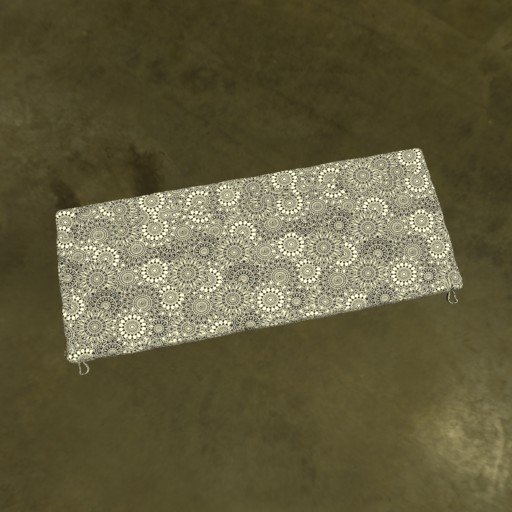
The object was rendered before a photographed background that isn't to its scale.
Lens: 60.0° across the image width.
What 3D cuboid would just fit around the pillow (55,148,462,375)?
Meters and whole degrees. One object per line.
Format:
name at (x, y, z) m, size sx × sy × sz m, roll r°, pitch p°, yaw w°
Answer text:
pillow at (0.000, 0.000, 1.324) m, size 1.187 × 0.081 × 0.492 m, roll -10°, pitch 75°, yaw -3°
